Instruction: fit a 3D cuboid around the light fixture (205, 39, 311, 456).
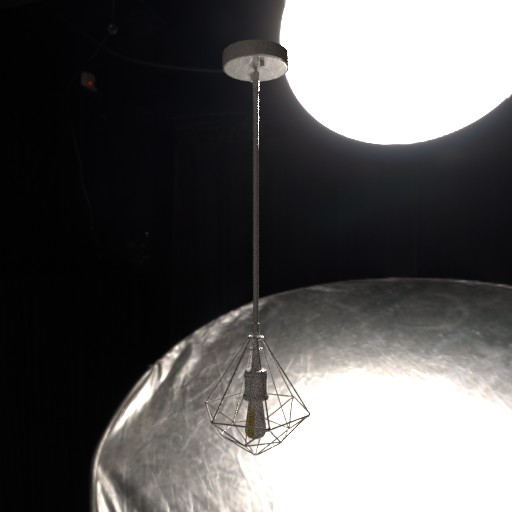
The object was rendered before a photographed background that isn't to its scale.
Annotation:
[{"bbox_3d":[0.000,0.000,1.956,0.487,1.764,0.431,0,0,18],"label":"light fixture"}]
